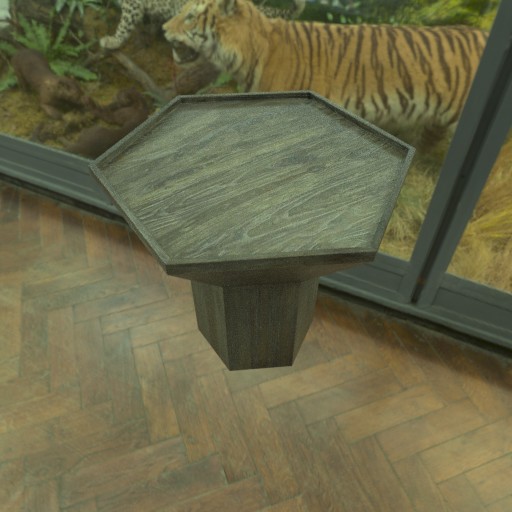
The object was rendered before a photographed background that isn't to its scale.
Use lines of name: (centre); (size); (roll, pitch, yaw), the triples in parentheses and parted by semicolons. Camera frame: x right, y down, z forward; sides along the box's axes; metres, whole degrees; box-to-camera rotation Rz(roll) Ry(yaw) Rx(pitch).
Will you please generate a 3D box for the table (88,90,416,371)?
table: (0.000, 0.000, 1.129); (0.683, 0.586, 0.592); (-4, 45, -4)
